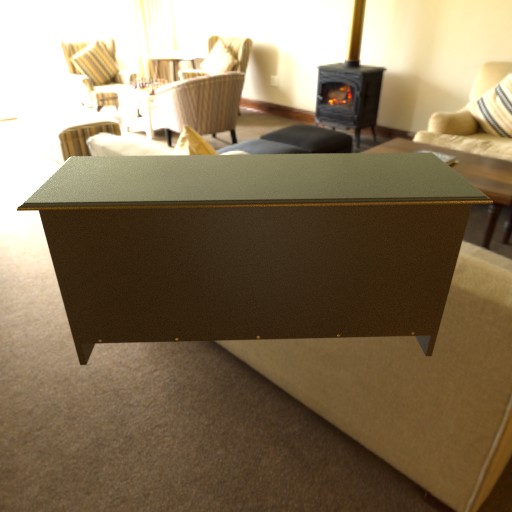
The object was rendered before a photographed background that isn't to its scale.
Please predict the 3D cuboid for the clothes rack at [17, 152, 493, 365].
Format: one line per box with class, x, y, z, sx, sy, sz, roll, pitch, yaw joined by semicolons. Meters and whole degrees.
clothes rack;0.000;0.000;1.441;1.219;0.556;0.406;-1;30;-2
